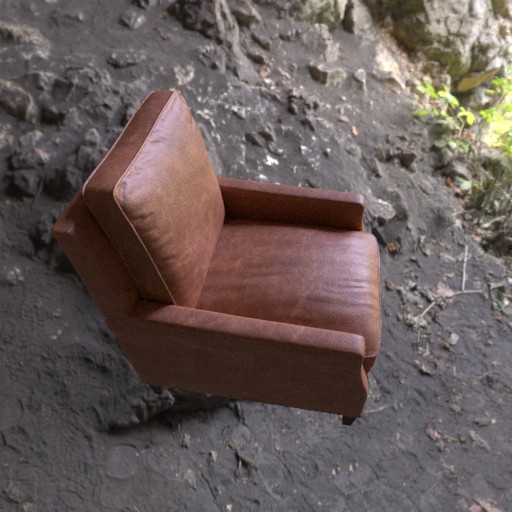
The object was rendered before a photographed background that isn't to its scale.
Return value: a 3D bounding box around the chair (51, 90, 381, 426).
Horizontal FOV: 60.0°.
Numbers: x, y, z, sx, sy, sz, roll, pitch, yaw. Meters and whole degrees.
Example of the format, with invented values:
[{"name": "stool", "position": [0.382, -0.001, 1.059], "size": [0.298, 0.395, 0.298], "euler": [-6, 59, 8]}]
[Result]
[{"name": "chair", "position": [0.000, 0.000, 1.783], "size": [1.035, 1.054, 0.854], "euler": [7, 47, 7]}]
